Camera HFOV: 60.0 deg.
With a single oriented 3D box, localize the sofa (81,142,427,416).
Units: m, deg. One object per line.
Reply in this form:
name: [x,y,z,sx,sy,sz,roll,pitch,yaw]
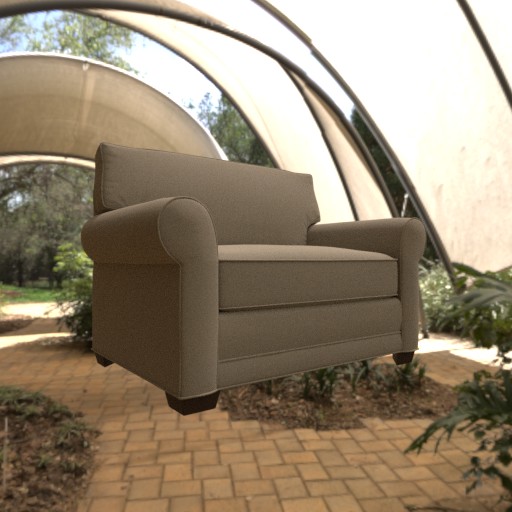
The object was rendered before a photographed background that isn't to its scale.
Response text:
sofa: [0.000,0.000,2.087,1.405,1.006,0.937,0,0,-37]
